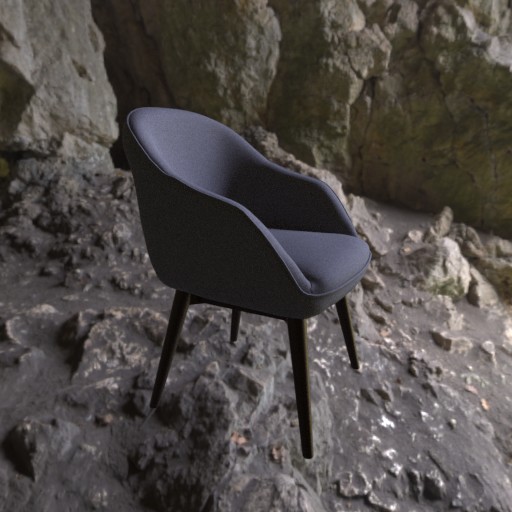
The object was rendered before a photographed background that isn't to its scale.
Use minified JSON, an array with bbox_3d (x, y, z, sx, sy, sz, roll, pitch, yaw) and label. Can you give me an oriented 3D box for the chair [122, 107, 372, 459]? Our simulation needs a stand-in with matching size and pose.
[{"bbox_3d":[0.000,0.000,1.253,0.611,0.810,0.589,7,17,25],"label":"chair"}]
